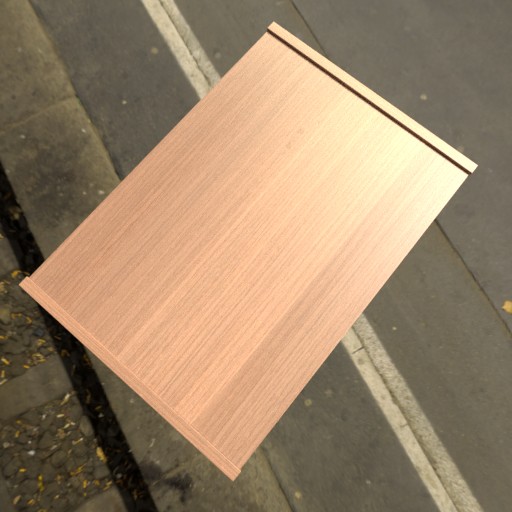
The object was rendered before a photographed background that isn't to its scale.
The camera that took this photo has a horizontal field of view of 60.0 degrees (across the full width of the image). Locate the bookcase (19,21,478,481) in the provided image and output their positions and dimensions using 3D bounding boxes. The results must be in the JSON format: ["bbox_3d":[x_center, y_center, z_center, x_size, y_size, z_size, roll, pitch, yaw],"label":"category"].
[{"bbox_3d":[0.000,0.000,0.620,0.290,0.305,0.415,39,80,8],"label":"bookcase"}]
